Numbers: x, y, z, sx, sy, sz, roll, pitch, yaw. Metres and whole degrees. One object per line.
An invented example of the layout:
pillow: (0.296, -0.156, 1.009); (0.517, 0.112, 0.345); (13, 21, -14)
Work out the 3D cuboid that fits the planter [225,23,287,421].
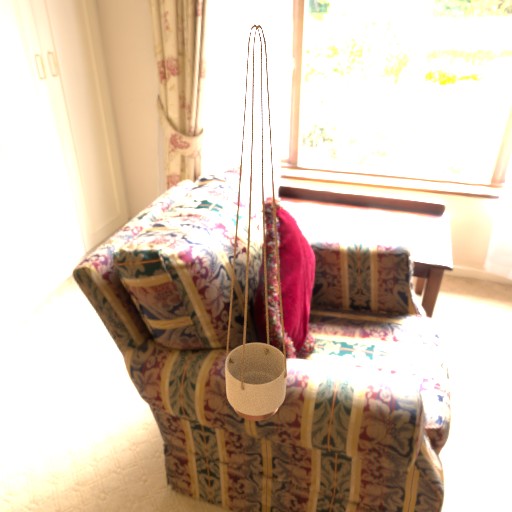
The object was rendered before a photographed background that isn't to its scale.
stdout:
planter: (0.000, 0.000, 0.905); (0.146, 0.841, 0.146); (-11, 31, -18)
